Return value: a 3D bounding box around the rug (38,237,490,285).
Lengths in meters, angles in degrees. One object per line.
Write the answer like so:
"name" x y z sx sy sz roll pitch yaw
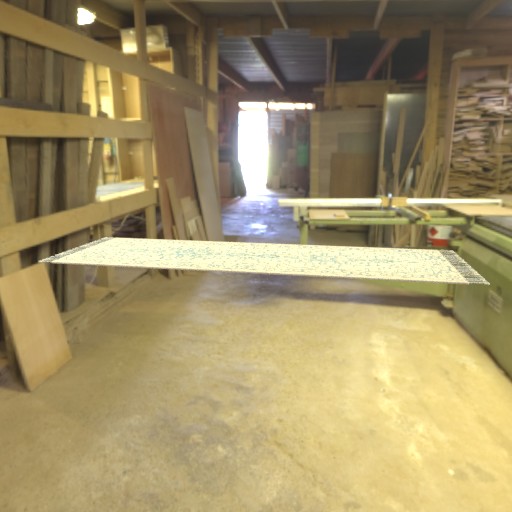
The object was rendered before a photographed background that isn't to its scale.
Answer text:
"rug" 0.000 0.000 2.720 2.449 0.011 0.774 3 13 11
